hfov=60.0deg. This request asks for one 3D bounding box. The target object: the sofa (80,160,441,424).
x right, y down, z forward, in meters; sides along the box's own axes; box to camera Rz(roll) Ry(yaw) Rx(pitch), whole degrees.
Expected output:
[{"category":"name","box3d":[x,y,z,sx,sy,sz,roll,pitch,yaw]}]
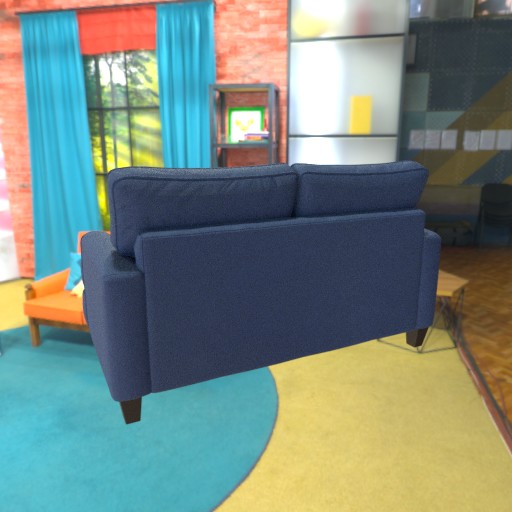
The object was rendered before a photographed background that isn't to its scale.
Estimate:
[{"category":"sofa","box3d":[0.000,0.000,2.285,1.651,0.965,0.965,-7,15,-26]}]
